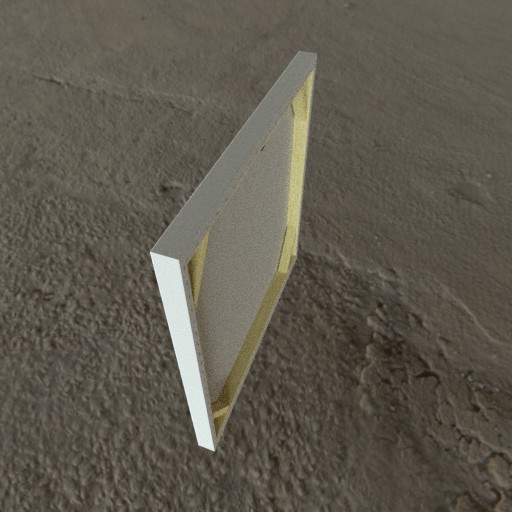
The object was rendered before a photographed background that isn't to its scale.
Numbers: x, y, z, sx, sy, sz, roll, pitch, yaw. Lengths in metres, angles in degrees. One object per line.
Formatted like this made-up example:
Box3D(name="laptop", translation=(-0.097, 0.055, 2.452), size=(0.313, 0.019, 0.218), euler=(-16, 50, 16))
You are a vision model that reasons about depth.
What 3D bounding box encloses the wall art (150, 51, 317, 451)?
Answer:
Box3D(name="wall art", translation=(0.000, 0.000, 0.933), size=(0.038, 0.610, 0.610), euler=(15, 49, 14))
